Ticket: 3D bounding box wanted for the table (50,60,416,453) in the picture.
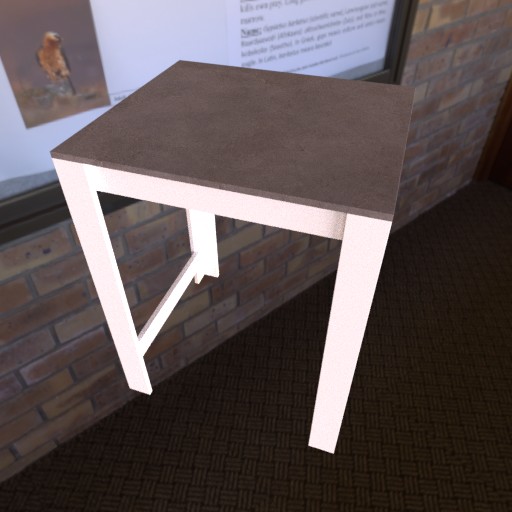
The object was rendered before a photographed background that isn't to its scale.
[{"bbox_3d":[0.000,0.000,1.543,0.800,1.020,0.700,13,43,14],"label":"table"}]
